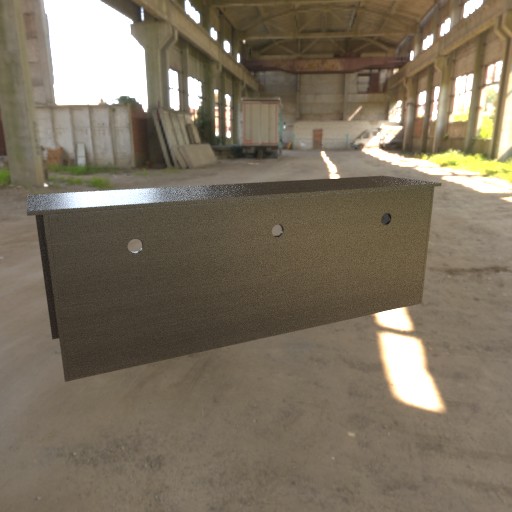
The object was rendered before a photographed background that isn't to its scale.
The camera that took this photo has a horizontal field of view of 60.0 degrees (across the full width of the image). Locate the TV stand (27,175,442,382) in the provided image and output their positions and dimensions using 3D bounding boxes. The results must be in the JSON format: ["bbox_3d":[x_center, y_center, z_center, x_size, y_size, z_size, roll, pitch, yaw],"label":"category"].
[{"bbox_3d":[0.000,0.000,2.006,1.778,0.610,0.406,-8,17,-25],"label":"TV stand"}]
